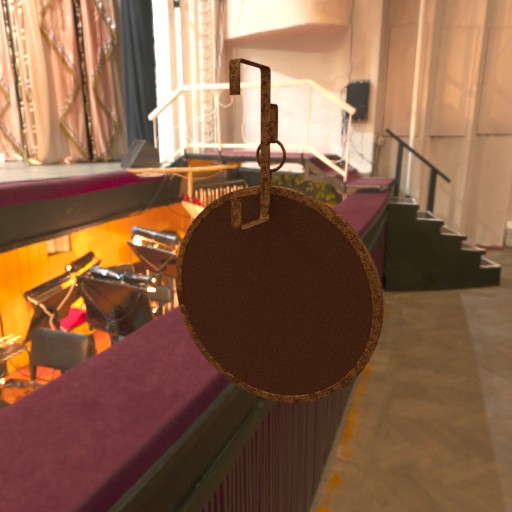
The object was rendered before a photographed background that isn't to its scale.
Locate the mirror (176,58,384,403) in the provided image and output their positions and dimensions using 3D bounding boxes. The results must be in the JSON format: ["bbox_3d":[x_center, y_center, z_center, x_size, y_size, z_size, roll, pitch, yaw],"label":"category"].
[{"bbox_3d":[0.000,0.000,0.812,0.447,0.651,0.144,8,17,26],"label":"mirror"}]
